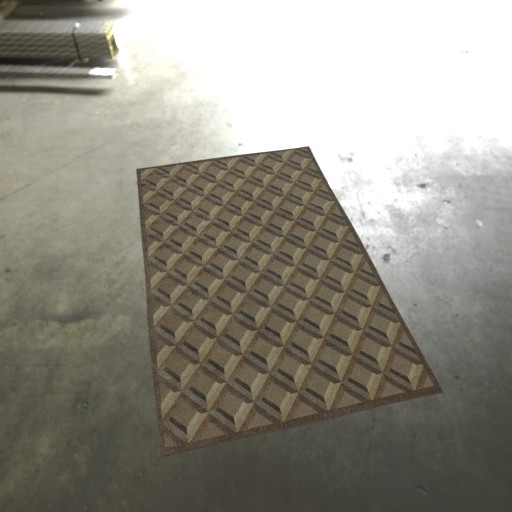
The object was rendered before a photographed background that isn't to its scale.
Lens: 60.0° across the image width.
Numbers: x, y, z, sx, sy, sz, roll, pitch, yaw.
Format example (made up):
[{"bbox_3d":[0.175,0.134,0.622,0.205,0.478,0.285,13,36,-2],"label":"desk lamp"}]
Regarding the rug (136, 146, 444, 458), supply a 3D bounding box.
[{"bbox_3d":[0.000,0.000,2.137,1.066,0.011,1.677,-10,48,-9],"label":"rug"}]
